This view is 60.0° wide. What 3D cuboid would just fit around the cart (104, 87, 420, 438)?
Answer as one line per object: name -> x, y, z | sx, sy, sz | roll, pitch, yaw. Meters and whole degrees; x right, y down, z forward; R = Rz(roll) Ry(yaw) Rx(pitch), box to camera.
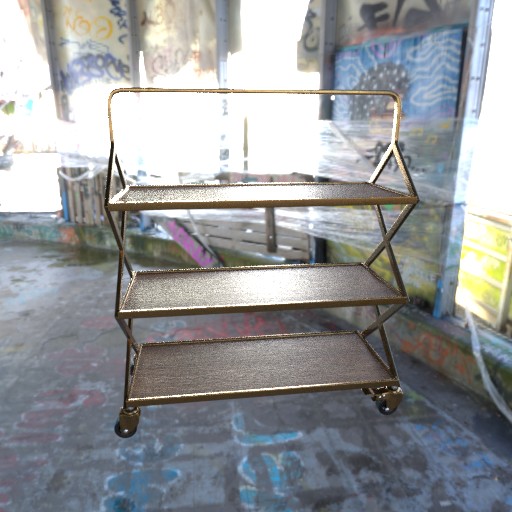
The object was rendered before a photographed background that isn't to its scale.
cart -> 0.000, 0.000, 1.139 | 0.723, 0.805, 0.313 | -2, 16, -8
